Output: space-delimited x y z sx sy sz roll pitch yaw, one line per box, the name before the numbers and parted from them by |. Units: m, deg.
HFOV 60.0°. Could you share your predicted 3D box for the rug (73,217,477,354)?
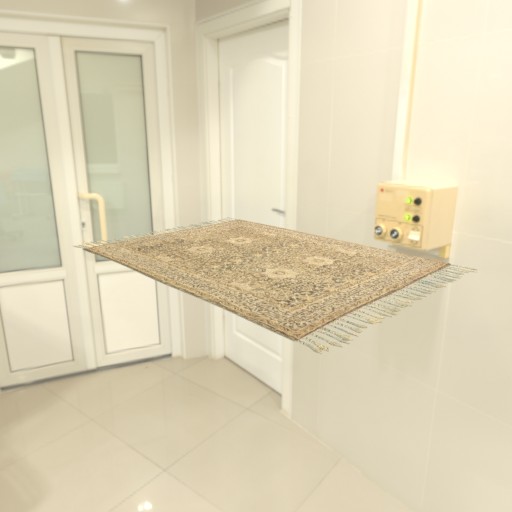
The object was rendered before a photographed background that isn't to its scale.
rug | 0.000 0.000 3.144 1.619 0.023 2.465 -15 22 -42
